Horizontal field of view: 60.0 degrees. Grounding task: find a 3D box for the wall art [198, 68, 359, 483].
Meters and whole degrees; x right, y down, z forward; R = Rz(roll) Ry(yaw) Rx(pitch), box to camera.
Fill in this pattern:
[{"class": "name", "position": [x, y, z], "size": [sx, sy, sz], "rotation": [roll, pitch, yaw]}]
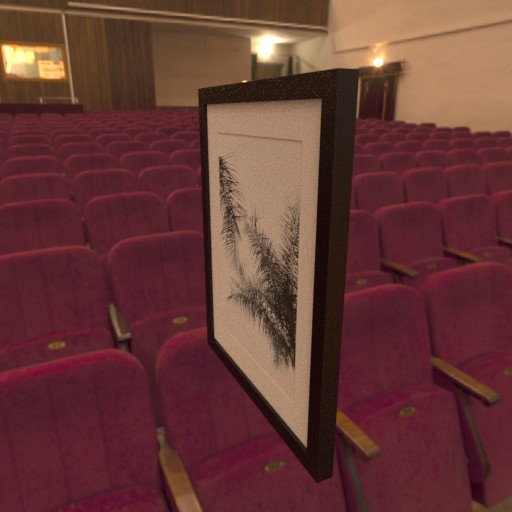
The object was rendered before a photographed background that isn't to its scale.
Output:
[{"class": "wall art", "position": [0.000, 0.000, 0.759], "size": [0.028, 0.557, 0.457], "rotation": [-9, 20, -25]}]
